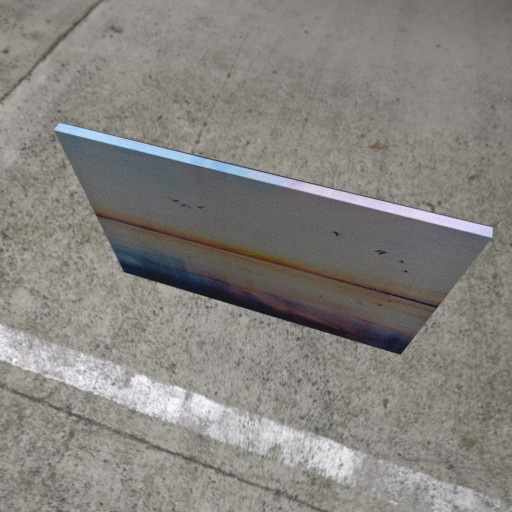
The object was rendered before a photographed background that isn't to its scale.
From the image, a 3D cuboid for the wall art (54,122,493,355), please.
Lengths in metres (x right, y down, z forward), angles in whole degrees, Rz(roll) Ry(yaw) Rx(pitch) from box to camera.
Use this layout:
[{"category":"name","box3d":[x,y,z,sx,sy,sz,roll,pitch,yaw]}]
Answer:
[{"category":"wall art","box3d":[0.000,0.000,0.757,0.604,0.402,0.018,15,59,10]}]
